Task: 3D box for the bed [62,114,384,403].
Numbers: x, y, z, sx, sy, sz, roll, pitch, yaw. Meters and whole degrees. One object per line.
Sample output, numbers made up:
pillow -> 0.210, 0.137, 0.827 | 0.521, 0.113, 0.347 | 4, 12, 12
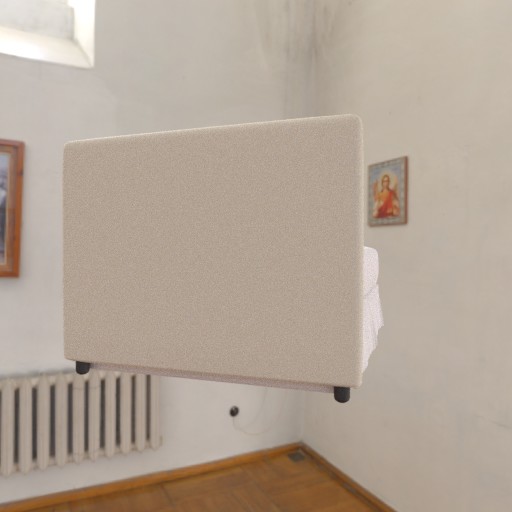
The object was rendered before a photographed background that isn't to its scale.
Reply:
bed -> 0.000, 0.000, 3.245 | 1.714, 1.330, 2.147 | 0, 1, 19
